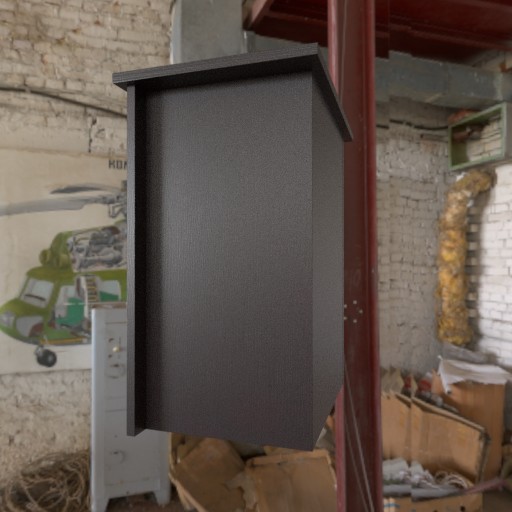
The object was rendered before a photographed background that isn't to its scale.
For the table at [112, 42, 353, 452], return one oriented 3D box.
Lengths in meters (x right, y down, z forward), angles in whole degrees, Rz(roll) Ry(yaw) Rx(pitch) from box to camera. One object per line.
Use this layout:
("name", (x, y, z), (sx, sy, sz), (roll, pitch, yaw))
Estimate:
("table", (0.000, 0.000, 1.082), (0.408, 0.711, 0.589), (0, 0, 18))
